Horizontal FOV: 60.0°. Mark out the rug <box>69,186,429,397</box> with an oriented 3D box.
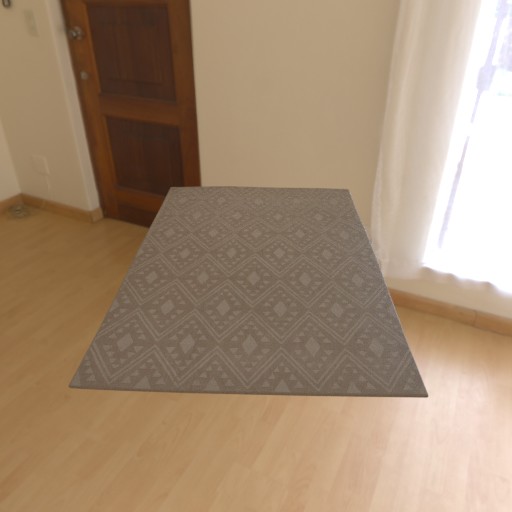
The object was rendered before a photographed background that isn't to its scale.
[{"bbox_3d":[0.000,0.000,2.308,1.252,0.034,1.829,1,31,1],"label":"rug"}]
